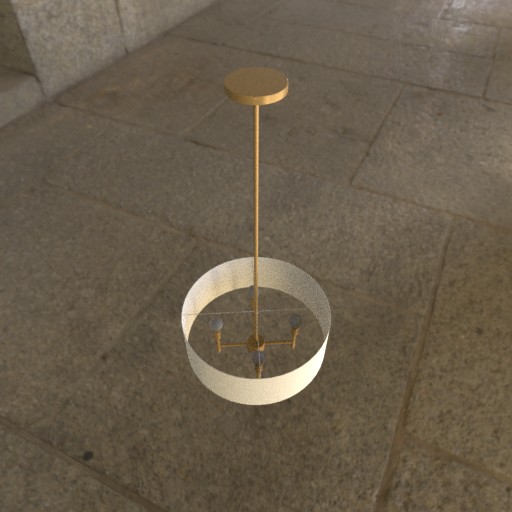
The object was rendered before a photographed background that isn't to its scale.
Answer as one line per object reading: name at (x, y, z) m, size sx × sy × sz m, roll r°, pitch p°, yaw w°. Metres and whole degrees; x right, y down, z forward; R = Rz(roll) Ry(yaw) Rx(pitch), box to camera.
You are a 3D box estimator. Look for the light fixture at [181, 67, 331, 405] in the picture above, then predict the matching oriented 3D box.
light fixture at (0.000, 0.000, 1.315) m, size 0.508 × 1.067 × 0.508 m, roll 0°, pitch 47°, yaw 0°
